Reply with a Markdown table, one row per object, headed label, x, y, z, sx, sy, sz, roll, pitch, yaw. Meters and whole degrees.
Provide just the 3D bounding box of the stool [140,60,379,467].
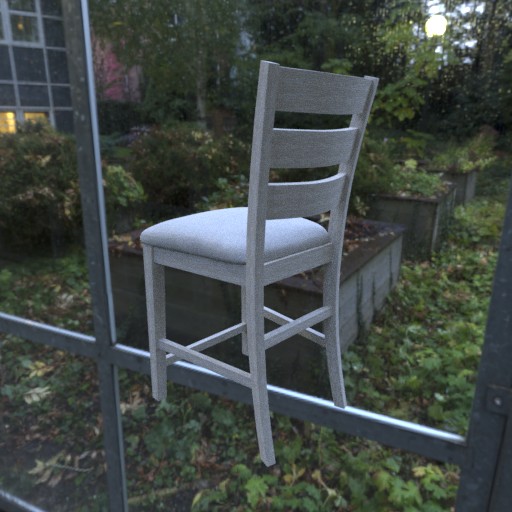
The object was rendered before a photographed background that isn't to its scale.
| label | x | y | z | sx | sy | sz | roll | pitch | yaw |
| --- | --- | --- | --- | --- | --- | --- | --- | --- | --- |
| stool | 0.000 | 0.000 | 1.362 | 0.569 | 1.032 | 0.484 | 15 | 22 | 42 |
